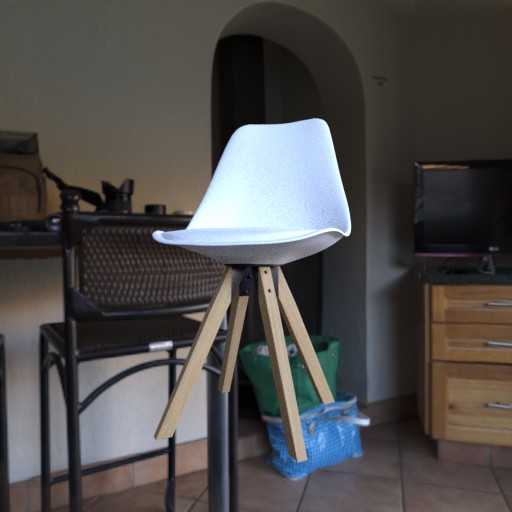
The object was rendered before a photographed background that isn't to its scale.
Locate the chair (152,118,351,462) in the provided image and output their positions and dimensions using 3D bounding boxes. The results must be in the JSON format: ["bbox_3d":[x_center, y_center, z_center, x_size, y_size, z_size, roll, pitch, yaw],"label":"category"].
[{"bbox_3d":[0.000,0.000,1.178,0.485,0.849,0.550,0,1,18],"label":"chair"}]
